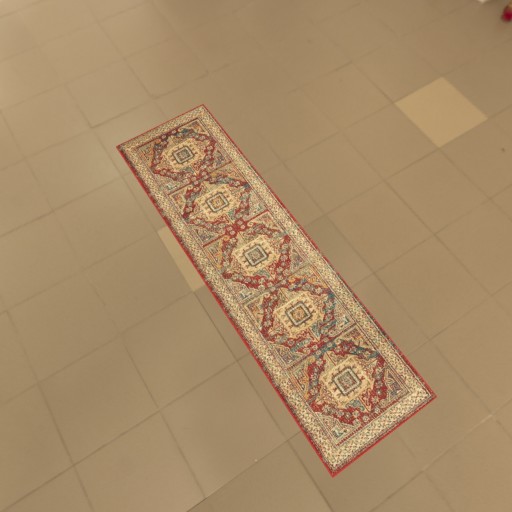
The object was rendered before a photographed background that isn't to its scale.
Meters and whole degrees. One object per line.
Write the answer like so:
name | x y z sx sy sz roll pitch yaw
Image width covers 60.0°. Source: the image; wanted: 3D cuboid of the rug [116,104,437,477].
rug | 0.000 0.000 2.537 0.659 0.015 2.292 -31 69 -13
